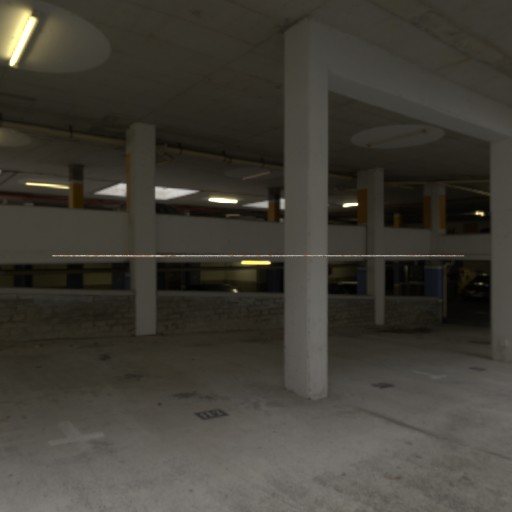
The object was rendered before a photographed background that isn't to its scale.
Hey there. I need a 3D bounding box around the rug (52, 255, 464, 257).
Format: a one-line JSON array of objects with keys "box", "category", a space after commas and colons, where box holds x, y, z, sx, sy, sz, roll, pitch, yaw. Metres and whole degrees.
[{"box": [0.000, 0.000, 4.187, 3.050, 0.011, 2.441, 0, 0, -37], "category": "rug"}]
